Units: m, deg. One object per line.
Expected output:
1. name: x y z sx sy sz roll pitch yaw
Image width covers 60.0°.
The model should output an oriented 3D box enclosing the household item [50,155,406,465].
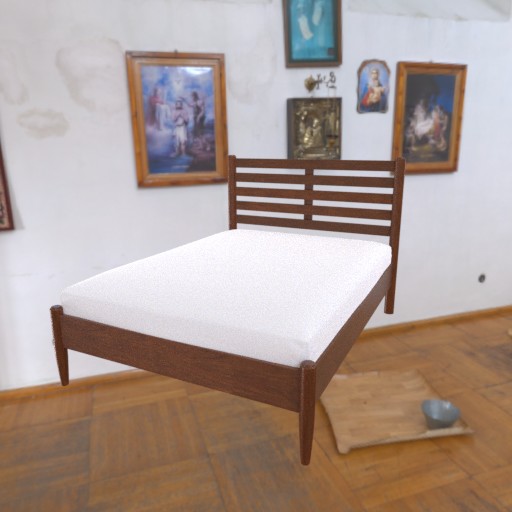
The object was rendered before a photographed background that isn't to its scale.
1. household item: 0.000 0.000 3.192 1.663 1.356 2.232 7 16 25
